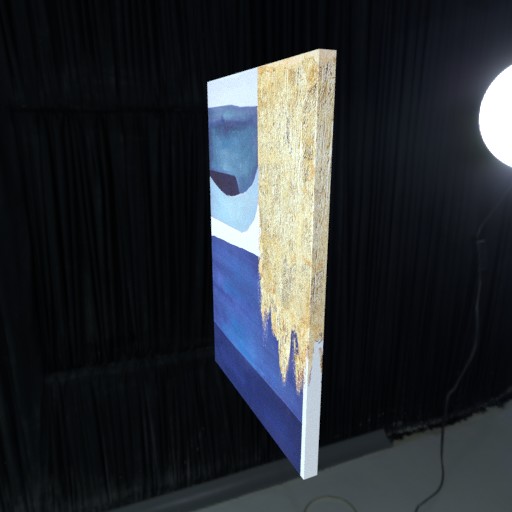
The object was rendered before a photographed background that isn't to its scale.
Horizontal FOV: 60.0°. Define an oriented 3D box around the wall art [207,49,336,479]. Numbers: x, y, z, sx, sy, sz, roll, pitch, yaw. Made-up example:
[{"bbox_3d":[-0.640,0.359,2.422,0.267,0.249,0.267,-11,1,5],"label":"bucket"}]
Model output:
[{"bbox_3d":[0.000,0.000,1.170,0.039,0.911,0.607,-7,17,-24],"label":"wall art"}]
